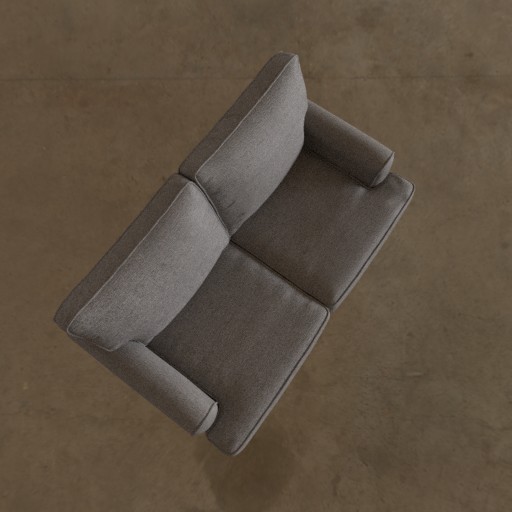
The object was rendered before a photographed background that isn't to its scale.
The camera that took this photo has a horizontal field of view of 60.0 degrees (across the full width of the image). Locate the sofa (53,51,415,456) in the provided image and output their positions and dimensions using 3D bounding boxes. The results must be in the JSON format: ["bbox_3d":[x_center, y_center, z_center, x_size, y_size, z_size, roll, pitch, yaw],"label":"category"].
[{"bbox_3d":[0.000,0.000,2.174,0.965,0.965,1.651,35,77,9],"label":"sofa"}]
